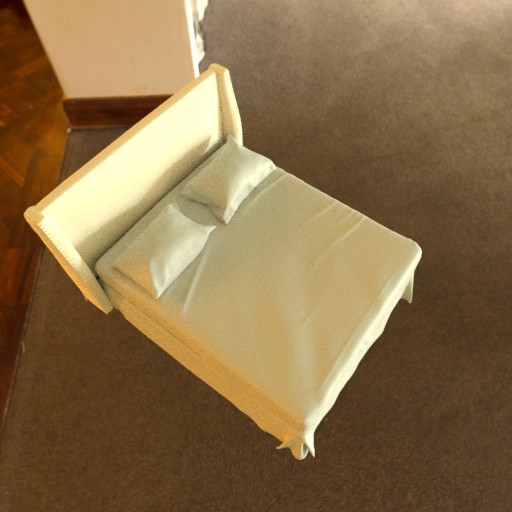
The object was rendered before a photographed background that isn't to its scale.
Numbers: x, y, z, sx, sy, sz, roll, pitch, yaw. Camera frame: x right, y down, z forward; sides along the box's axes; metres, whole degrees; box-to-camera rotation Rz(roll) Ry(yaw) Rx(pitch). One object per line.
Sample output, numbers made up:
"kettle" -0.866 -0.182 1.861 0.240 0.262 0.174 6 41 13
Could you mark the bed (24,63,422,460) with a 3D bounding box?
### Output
"bed" 0.000 0.000 3.376 2.276 1.332 1.925 33 64 18
